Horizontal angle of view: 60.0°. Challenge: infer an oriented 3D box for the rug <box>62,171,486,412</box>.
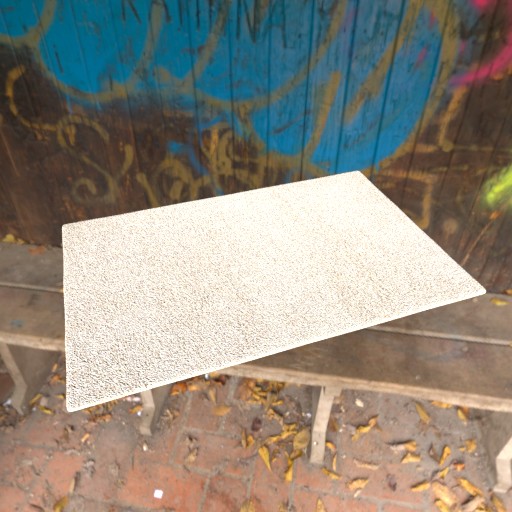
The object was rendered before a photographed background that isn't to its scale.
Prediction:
[{"bbox_3d":[0.000,0.000,3.337,2.743,0.030,1.778,-13,42,-15],"label":"rug"}]
